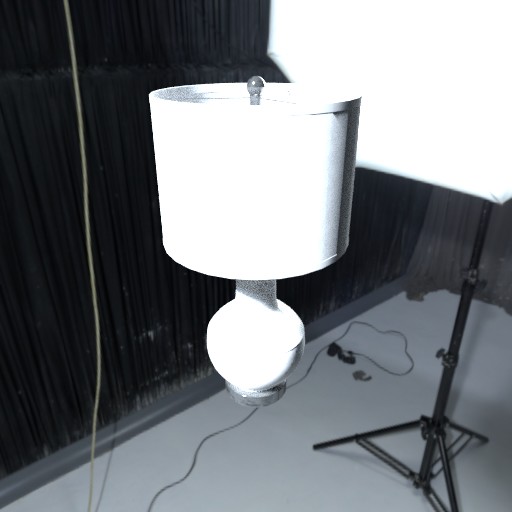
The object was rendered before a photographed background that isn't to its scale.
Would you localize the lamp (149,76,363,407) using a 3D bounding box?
[{"bbox_3d":[0.000,0.000,0.892,0.357,0.673,0.357,-19,32,-34],"label":"lamp"}]
